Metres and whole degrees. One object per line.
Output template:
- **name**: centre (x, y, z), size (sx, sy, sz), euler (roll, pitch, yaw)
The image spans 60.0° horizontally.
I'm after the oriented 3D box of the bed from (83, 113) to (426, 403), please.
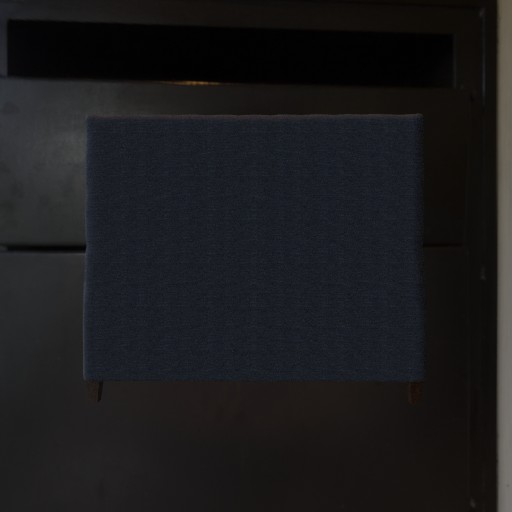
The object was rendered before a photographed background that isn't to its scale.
- **bed**: centre (0.000, 0.000, 3.341), size (1.698, 1.427, 2.387), euler (0, 1, 0)
